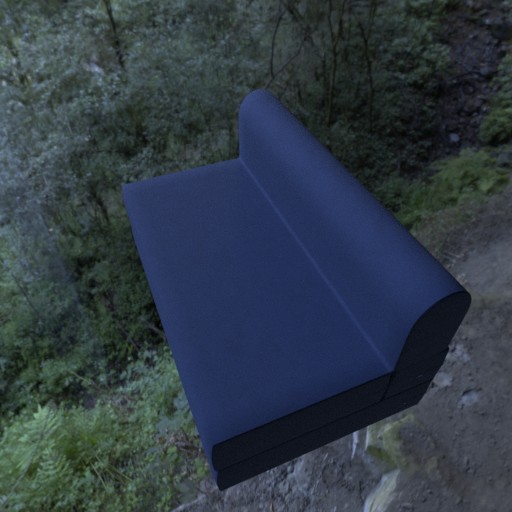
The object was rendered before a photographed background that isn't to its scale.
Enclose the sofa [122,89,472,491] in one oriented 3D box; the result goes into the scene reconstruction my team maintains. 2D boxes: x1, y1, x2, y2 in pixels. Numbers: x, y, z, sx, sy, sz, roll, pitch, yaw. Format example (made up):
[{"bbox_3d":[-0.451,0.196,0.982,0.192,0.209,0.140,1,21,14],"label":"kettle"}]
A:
[{"bbox_3d":[0.000,0.000,1.620,0.762,0.660,1.219,-17,48,-16],"label":"sofa"}]
